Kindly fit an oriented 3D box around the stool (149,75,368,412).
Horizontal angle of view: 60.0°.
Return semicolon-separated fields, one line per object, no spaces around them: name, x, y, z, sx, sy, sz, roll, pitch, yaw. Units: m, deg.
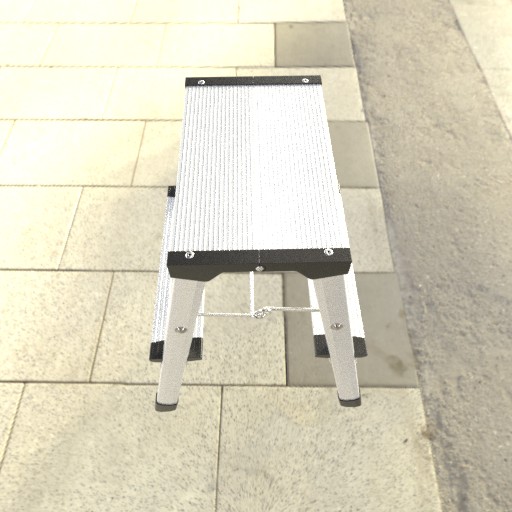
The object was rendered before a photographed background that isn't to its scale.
stool;0.000;0.000;0.774;0.405;0.480;0.404;-1;57;-1
